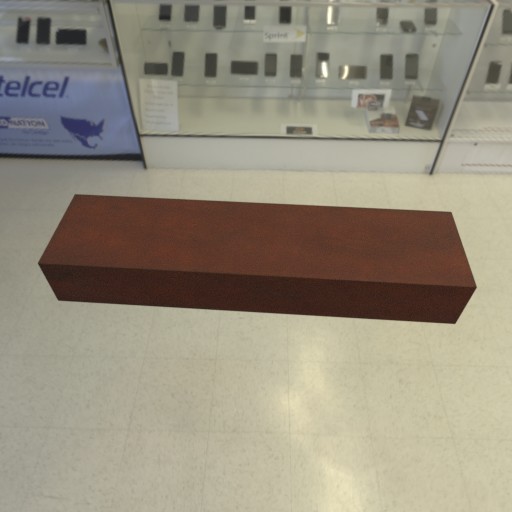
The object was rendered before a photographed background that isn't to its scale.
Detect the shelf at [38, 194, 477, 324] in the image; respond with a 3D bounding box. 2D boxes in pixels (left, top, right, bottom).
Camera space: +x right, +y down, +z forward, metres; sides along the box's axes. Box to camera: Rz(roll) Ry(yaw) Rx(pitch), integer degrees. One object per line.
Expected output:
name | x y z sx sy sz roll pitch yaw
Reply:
shelf | 0.000 0.000 0.694 0.607 0.088 0.152 3 48 3
